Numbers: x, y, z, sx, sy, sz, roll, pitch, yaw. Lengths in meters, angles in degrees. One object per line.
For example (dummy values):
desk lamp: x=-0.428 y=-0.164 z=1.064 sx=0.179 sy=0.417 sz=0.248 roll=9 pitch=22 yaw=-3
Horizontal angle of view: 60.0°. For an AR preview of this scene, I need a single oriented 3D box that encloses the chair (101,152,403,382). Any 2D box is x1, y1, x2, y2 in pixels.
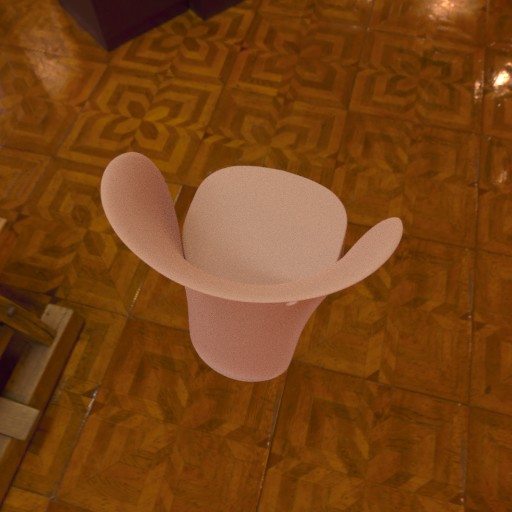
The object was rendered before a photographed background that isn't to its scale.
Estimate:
chair: x=0.000 y=0.000 z=0.885 sx=0.451 sy=0.554 sz=0.402 roll=15 pitch=64 yaw=8
